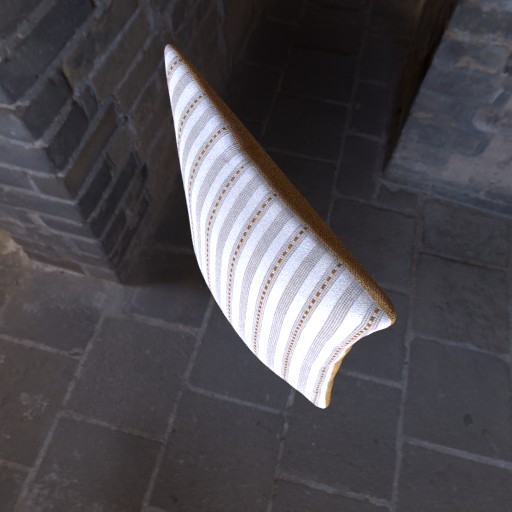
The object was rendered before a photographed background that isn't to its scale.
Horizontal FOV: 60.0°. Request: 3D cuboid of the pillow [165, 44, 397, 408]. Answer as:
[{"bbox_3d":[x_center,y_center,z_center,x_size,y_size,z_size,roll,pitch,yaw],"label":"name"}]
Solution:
[{"bbox_3d":[0.000,0.000,0.651,0.147,0.437,0.432,-30,66,-15],"label":"pillow"}]
